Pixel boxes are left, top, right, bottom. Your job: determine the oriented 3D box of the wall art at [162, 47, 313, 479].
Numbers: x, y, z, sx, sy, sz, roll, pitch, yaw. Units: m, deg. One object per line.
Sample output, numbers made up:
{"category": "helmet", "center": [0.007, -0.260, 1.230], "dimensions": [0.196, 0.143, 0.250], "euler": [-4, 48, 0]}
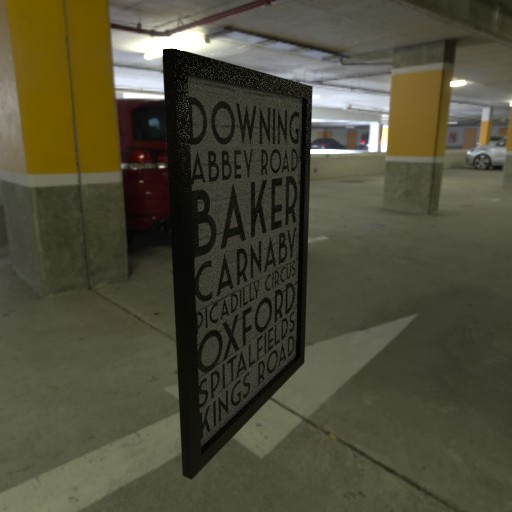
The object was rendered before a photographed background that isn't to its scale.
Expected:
{"category": "wall art", "center": [0.000, 0.000, 0.558], "dimensions": [0.013, 0.432, 0.304], "euler": [8, 16, 29]}
